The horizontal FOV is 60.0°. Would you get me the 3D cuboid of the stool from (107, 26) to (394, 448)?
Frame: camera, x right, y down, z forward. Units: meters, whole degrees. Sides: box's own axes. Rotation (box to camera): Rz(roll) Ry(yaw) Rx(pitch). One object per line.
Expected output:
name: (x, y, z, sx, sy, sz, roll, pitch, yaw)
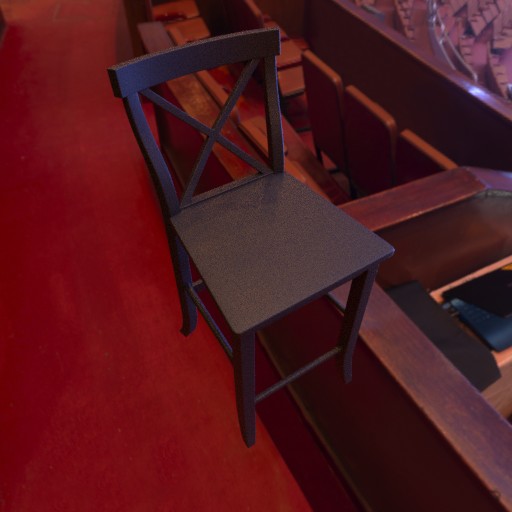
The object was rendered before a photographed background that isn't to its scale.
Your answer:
stool: (0.000, 0.000, 1.242, 0.452, 0.989, 0.559, -25, 52, -22)
